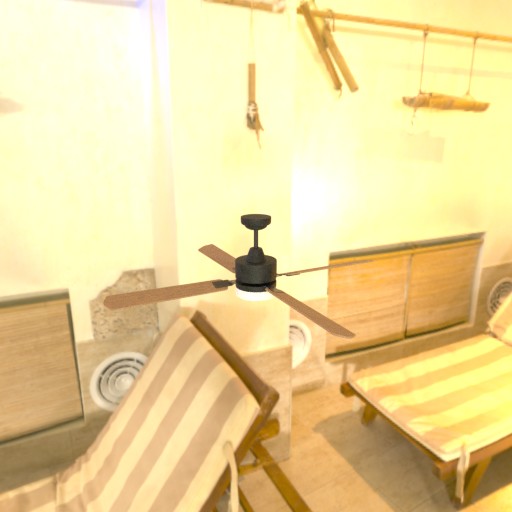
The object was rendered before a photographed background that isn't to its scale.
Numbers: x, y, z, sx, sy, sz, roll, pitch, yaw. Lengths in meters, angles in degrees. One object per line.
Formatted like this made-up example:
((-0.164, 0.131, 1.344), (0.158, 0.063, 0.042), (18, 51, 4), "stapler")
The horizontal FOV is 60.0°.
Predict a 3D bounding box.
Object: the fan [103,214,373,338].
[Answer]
((0.000, 0.000, 1.968), (1.320, 0.355, 1.320), (-8, 18, -26), "fan")
